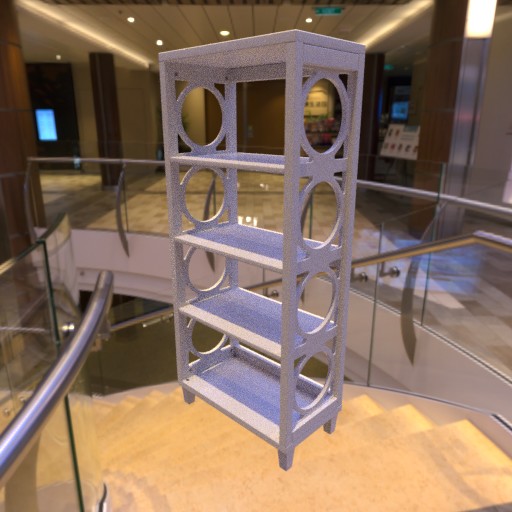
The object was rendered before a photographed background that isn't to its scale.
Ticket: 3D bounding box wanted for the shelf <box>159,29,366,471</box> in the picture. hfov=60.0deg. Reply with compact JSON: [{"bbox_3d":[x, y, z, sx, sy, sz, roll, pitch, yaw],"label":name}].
[{"bbox_3d":[0.000,0.000,1.652,0.611,1.411,0.340,16,23,42],"label":"shelf"}]
